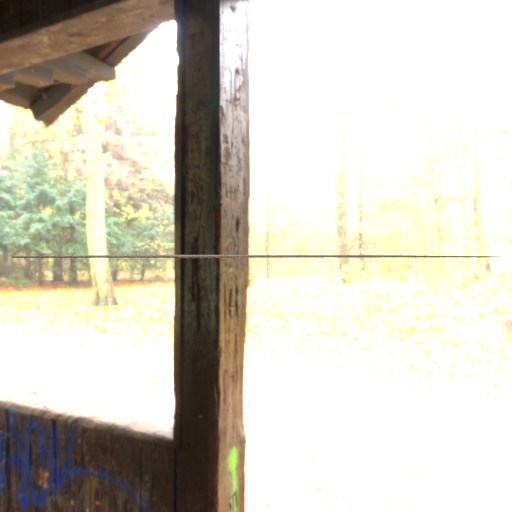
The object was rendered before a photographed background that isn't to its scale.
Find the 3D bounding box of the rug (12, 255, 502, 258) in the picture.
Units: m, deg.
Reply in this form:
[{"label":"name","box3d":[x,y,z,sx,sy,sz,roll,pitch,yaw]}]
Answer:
[{"label":"rug","box3d":[0.000,0.000,2.949,2.438,0.008,1.523,0,0,-2]}]
